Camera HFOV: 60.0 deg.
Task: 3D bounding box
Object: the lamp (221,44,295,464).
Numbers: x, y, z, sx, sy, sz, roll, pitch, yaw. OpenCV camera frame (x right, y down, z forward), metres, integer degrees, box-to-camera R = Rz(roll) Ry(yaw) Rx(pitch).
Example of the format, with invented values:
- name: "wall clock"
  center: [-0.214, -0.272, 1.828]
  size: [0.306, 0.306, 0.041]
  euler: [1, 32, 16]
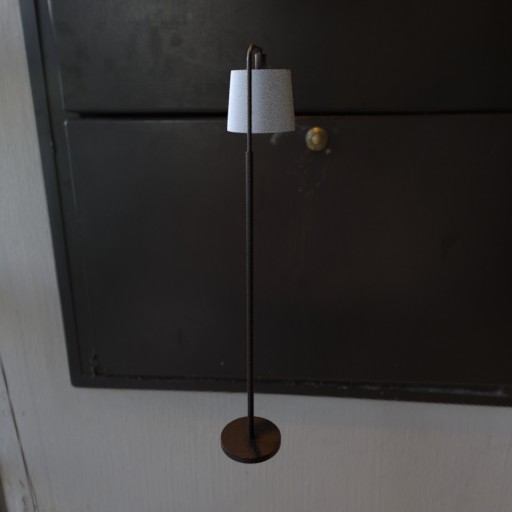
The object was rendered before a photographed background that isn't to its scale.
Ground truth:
- name: "lamp"
  center: [0.000, 0.000, 1.686]
  size: [0.254, 1.478, 0.508]
  euler: [3, 17, 9]
